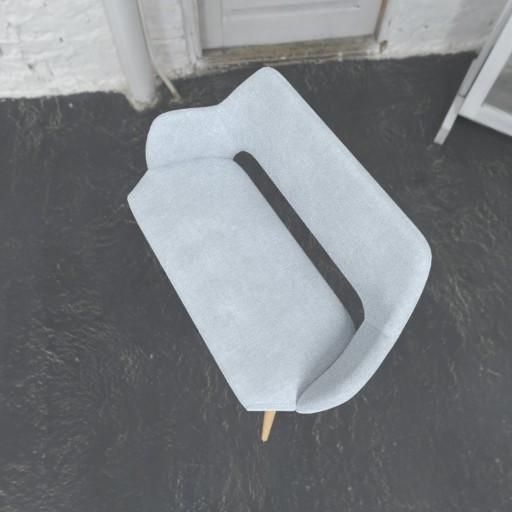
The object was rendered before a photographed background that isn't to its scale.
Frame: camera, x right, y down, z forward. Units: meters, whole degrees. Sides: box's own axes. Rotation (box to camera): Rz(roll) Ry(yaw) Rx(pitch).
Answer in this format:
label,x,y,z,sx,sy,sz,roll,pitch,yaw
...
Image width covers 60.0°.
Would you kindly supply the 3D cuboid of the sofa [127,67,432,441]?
label,x,y,z,sx,sy,sz,roll,pitch,yaw
sofa,0.000,0.000,1.587,0.610,0.840,1.150,-29,67,-13
